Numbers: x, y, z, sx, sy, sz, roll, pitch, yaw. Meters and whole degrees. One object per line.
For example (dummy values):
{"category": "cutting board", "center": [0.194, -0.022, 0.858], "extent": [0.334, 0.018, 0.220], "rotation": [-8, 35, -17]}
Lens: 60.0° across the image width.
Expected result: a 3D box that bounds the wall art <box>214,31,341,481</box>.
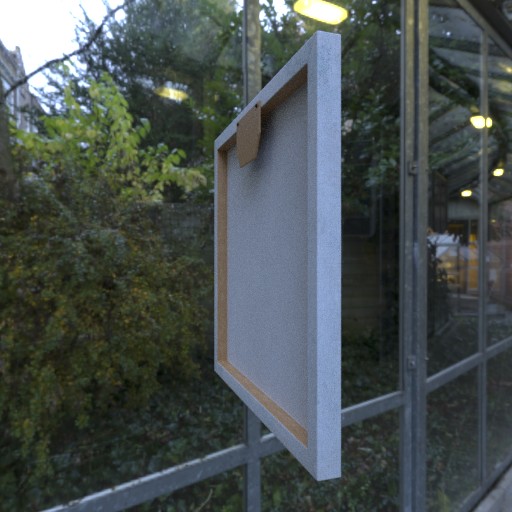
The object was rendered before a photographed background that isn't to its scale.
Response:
{"category": "wall art", "center": [0.000, 0.000, 0.885], "extent": [0.044, 0.605, 0.605], "rotation": [0, 0, -18]}
